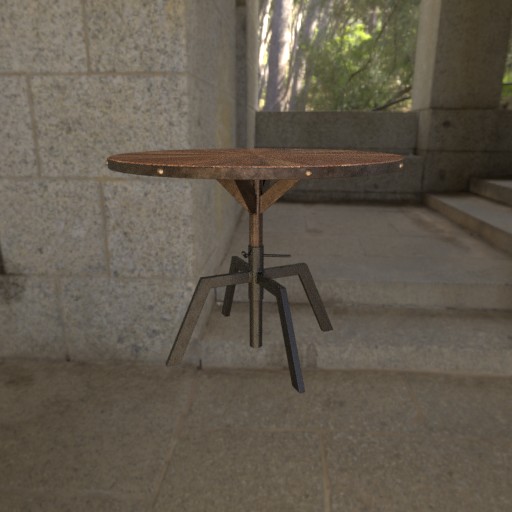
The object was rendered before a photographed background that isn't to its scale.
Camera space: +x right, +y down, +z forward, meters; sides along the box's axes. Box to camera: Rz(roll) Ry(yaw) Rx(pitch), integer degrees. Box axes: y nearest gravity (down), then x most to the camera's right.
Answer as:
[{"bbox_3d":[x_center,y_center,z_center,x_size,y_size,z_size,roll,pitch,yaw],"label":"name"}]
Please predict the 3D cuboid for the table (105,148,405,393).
[{"bbox_3d":[0.000,0.000,1.473,0.885,0.658,0.885,0,16,0],"label":"table"}]
